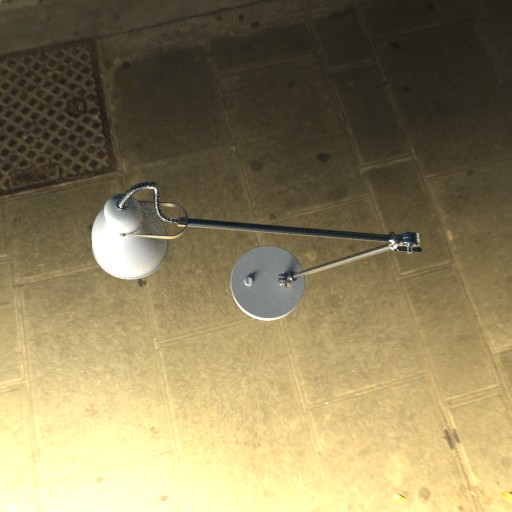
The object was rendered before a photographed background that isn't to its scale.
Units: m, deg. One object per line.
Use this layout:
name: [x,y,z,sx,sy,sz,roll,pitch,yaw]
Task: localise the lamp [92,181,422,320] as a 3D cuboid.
lamp: [0.000,0.000,0.858,0.561,0.587,0.187,0,76,0]
